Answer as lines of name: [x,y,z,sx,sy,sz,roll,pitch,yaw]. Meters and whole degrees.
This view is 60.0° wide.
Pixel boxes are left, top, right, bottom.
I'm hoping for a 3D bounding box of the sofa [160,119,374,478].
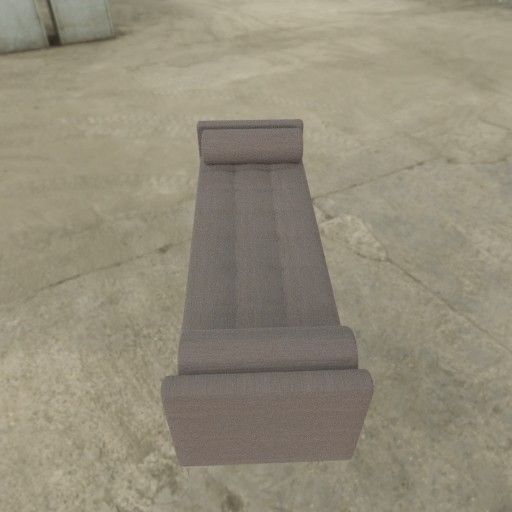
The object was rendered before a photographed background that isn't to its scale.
sofa: [0.000,0.000,2.327,0.686,0.635,1.981,-2,42,-2]
